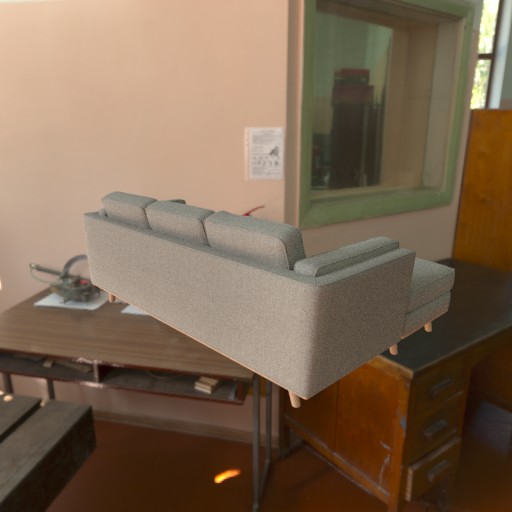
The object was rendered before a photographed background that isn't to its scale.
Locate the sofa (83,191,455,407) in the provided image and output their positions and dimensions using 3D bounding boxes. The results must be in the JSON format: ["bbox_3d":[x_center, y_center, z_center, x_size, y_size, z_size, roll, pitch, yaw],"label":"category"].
[{"bbox_3d":[0.000,0.000,3.310,1.604,0.929,2.411,-15,22,-42],"label":"sofa"}]
